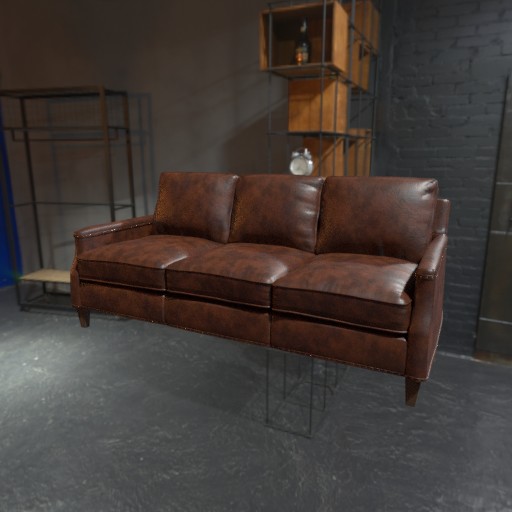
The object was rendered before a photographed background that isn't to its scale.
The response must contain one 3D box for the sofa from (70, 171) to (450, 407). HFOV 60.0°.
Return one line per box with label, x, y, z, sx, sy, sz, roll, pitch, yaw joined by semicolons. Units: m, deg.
sofa;0.000;0.000;2.830;2.240;1.003;1.084;7;15;26
